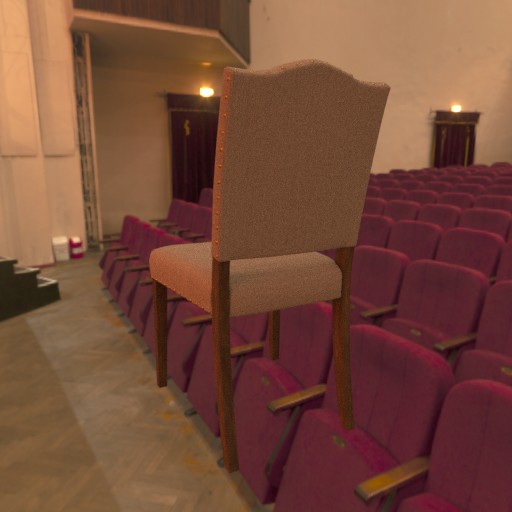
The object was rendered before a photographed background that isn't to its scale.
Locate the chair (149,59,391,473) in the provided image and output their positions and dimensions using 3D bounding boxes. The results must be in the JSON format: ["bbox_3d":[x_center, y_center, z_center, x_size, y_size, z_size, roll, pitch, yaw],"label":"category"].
[{"bbox_3d":[0.000,0.000,1.349,0.508,1.020,0.620,-7,14,-27],"label":"chair"}]
